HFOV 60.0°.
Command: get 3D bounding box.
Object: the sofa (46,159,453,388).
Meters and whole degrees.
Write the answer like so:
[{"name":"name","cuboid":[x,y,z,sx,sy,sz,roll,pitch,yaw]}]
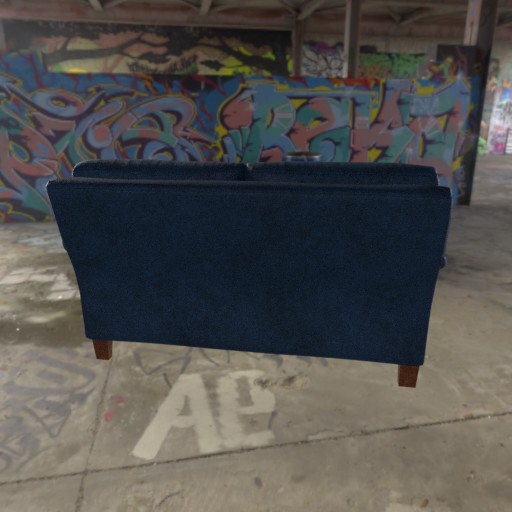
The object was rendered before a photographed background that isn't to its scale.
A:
[{"name":"sofa","cuboid":[0.000,0.000,2.508,1.853,1.101,1.084,3,17,9]}]
